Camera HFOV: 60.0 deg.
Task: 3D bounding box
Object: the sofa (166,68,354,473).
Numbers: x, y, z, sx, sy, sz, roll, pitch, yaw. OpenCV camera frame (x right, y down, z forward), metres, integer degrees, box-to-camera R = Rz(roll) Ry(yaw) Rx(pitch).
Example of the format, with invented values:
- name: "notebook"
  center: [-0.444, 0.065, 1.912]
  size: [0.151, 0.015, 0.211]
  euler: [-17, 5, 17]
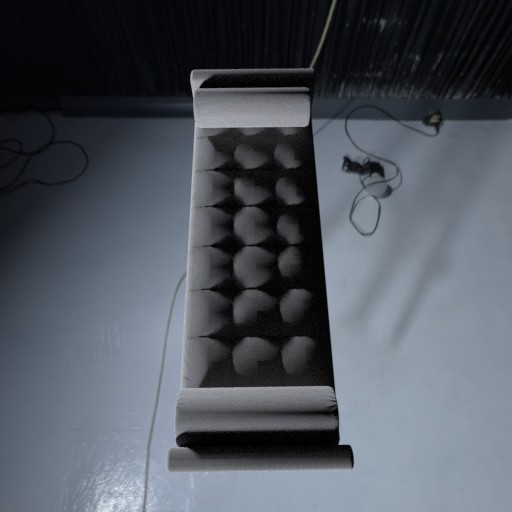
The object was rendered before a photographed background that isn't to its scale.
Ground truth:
- name: "sofa"
  center: [0.000, 0.000, 2.273]
  size: [0.686, 0.635, 1.981]
  euler: [-1, 65, 0]
